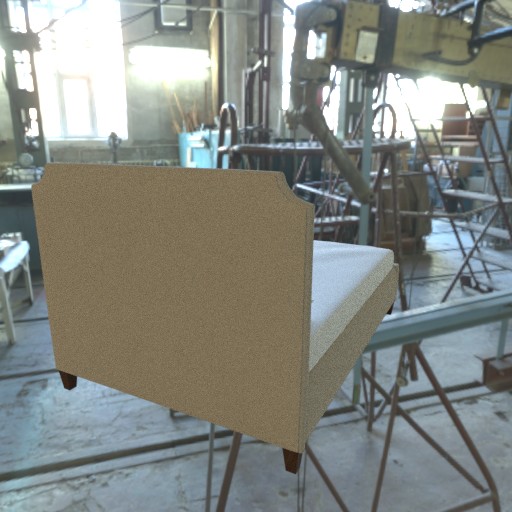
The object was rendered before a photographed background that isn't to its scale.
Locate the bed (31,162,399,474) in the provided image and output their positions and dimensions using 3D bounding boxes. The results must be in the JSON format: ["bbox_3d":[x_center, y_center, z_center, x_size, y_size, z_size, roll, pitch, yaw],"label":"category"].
[{"bbox_3d":[0.000,0.000,3.286,1.713,1.443,2.372,8,17,27],"label":"bed"}]
